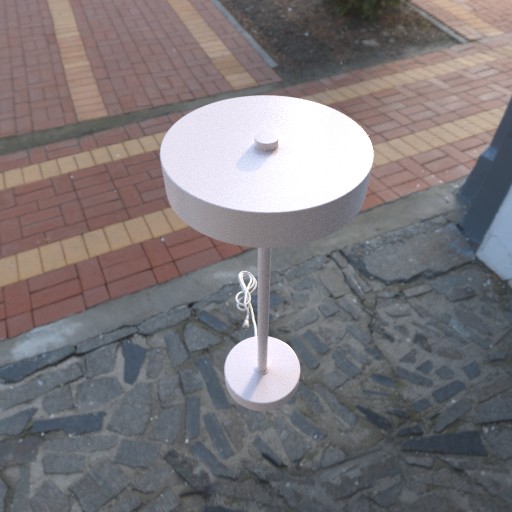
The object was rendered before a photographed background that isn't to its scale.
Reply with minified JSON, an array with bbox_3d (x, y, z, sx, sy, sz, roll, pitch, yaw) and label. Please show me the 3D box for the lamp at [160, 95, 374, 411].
[{"bbox_3d":[0.000,0.000,0.704,0.229,0.508,0.369,-7,46,-6],"label":"lamp"}]
